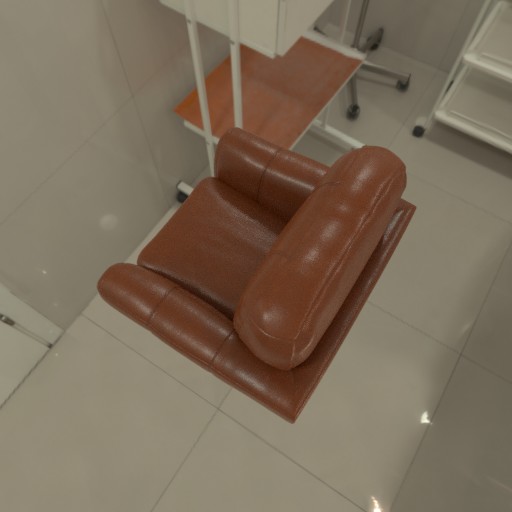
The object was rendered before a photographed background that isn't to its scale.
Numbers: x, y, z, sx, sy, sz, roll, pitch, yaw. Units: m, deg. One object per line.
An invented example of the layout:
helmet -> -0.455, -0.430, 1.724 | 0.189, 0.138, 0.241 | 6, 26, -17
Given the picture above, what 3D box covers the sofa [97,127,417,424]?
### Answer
sofa -> 0.000, 0.000, 1.539 | 0.789, 0.876, 0.836 | 30, 68, 13
